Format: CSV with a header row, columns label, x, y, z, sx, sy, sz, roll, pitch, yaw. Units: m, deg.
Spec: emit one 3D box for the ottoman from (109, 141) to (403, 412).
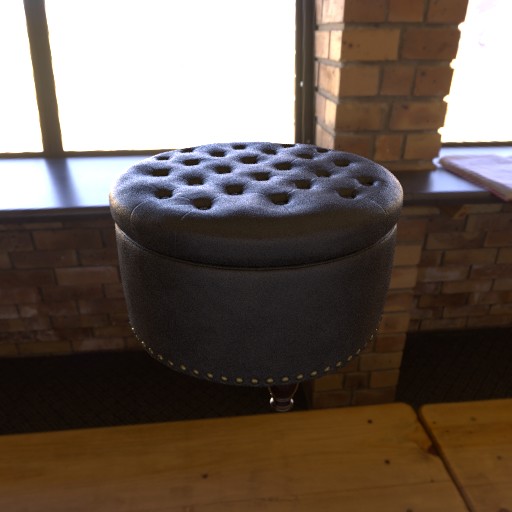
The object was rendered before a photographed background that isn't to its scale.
label,x,y,z,sx,sy,sz,roll,pitch,yaw
ottoman,0.000,0.000,1.080,0.637,0.442,0.637,0,27,0
